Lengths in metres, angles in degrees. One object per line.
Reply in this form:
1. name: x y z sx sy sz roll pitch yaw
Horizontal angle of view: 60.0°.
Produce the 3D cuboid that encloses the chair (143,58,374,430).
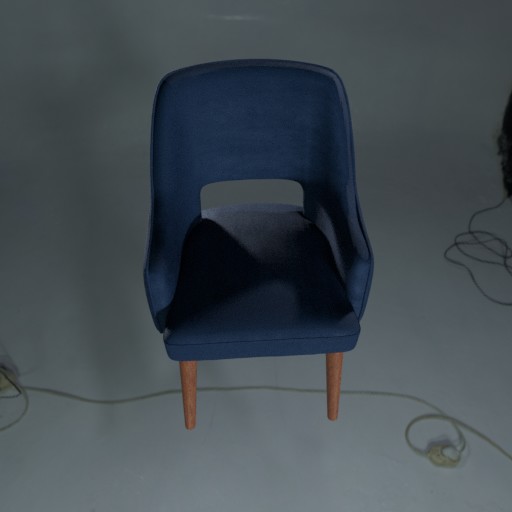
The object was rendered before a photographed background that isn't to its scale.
1. chair: 0.000 0.000 1.214 0.559 0.844 0.591 -3 46 -3
